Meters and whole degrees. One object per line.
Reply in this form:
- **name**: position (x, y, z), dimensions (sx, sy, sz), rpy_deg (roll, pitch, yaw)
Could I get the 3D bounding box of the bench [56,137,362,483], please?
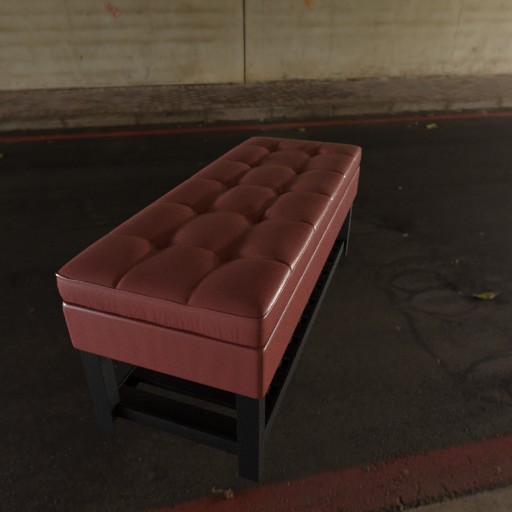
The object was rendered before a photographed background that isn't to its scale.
- **bench**: position (0.000, 0.000, 1.325), dimensions (0.432, 0.460, 1.105), rpy_deg (10, 31, 17)
